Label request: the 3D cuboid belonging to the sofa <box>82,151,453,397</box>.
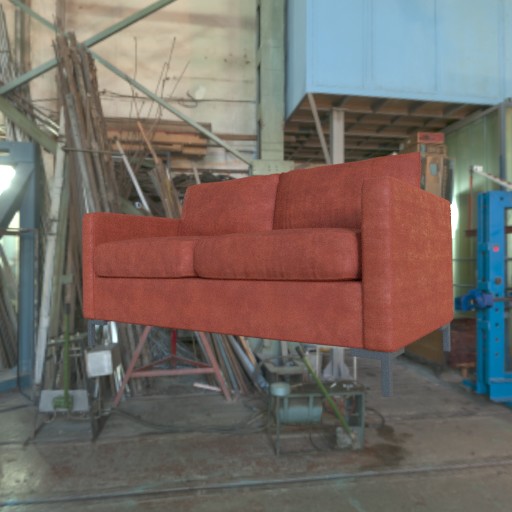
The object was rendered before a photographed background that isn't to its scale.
[{"bbox_3d":[0.000,0.000,2.090,1.574,0.896,0.864,0,0,36],"label":"sofa"}]
